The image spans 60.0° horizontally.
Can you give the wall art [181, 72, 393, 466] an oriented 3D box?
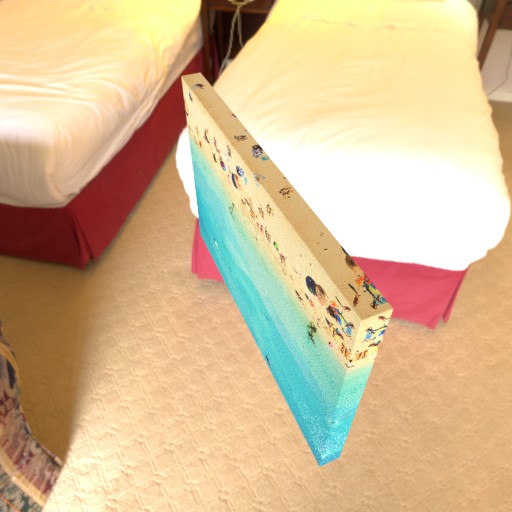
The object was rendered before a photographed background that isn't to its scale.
[{"bbox_3d":[0.000,0.000,0.783,0.039,0.406,0.609,-17,48,-16],"label":"wall art"}]
